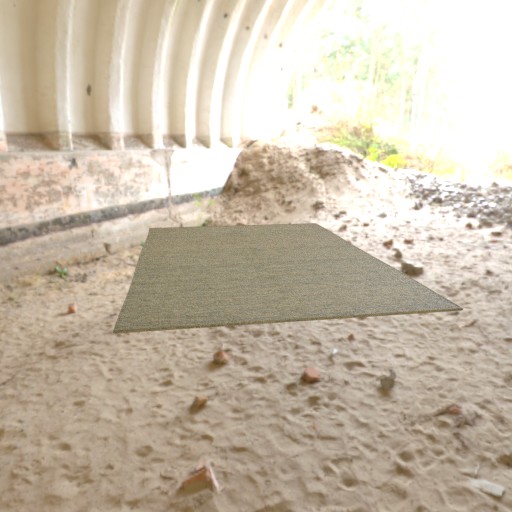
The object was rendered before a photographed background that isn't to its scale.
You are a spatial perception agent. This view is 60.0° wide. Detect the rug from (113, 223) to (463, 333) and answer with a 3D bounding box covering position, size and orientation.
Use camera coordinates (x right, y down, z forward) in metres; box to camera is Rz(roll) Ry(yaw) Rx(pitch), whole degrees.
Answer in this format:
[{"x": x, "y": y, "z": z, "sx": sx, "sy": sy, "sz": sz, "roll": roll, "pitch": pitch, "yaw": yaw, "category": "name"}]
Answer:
[{"x": 0.000, "y": 0.000, "z": 2.985, "sx": 1.547, "sy": 0.013, "sz": 2.283, "roll": -2, "pitch": 14, "yaw": -9, "category": "rug"}]
